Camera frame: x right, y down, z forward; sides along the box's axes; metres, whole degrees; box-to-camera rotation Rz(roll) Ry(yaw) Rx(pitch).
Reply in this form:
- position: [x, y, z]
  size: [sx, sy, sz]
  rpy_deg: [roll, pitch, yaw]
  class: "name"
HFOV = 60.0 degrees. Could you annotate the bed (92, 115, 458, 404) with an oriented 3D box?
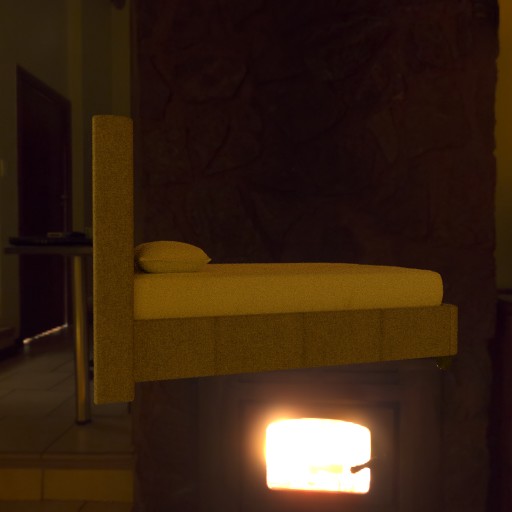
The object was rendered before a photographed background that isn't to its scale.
- position: [0.000, 0.000, 3.371]
  size: [2.245, 1.481, 1.714]
  rpy_deg: [0, 1, -17]
  class: "bed"
